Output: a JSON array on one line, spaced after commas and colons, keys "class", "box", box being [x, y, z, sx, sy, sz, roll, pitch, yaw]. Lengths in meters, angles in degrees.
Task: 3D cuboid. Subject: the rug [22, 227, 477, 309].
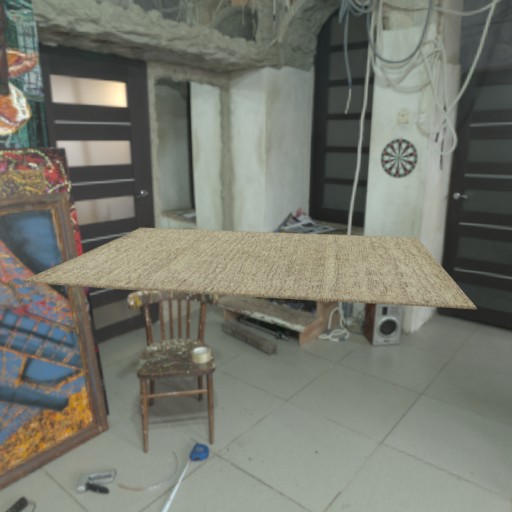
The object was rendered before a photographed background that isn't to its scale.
[{"class": "rug", "box": [0.000, 0.000, 2.322, 1.822, 0.018, 1.211, 2, 15, 9]}]
